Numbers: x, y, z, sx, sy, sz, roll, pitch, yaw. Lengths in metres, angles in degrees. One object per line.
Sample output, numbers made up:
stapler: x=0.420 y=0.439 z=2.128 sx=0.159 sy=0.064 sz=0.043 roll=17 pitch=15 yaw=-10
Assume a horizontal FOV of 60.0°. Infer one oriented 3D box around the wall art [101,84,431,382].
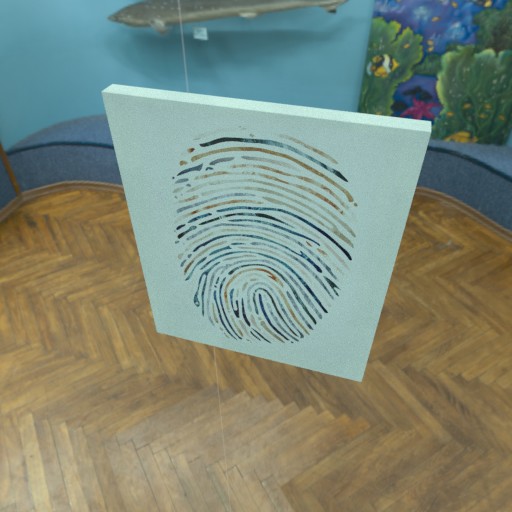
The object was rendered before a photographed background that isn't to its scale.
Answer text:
wall art: x=0.000 y=0.000 z=0.870 sx=0.508 sy=0.606 sz=0.037 roll=11 pitch=43 yaw=12
